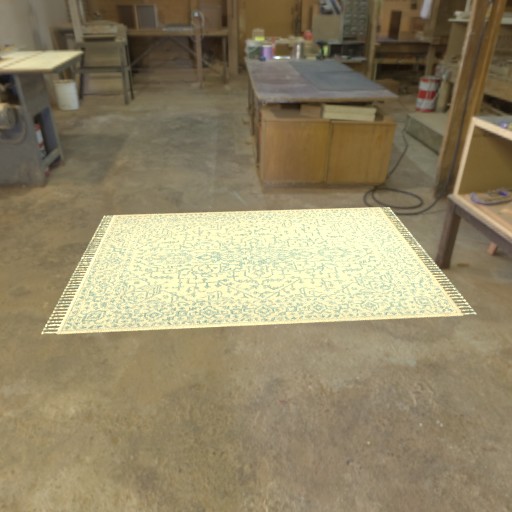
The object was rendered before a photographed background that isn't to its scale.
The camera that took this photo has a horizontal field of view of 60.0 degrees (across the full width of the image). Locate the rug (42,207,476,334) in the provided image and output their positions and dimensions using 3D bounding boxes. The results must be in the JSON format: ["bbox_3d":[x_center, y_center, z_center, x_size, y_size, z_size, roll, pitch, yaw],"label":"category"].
[{"bbox_3d":[0.000,0.000,3.130,2.438,0.010,1.524,-2,30,-4],"label":"rug"}]
